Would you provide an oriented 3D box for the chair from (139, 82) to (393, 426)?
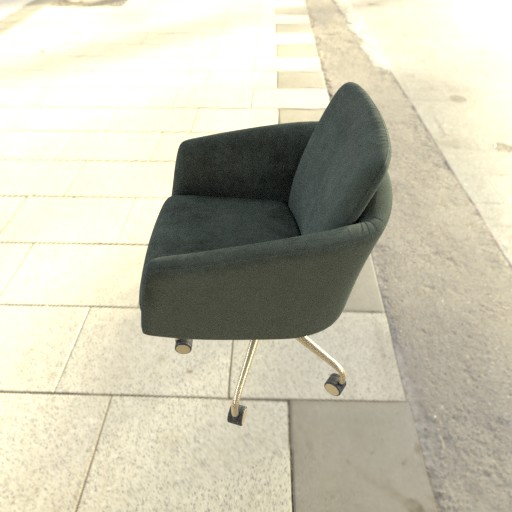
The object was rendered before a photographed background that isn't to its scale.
[{"bbox_3d":[0.000,0.000,1.333,0.635,0.908,0.641,0,41,0],"label":"chair"}]
